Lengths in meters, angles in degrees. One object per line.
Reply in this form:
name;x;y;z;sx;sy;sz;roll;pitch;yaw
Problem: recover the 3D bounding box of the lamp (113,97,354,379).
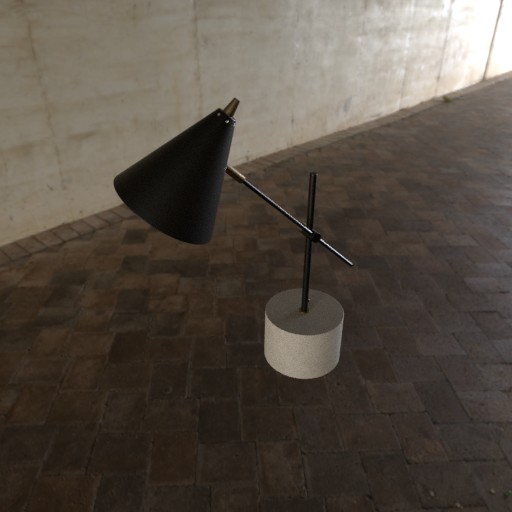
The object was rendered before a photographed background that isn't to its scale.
lamp;0.000;0.000;0.729;0.403;0.518;0.214;-8;31;-14
